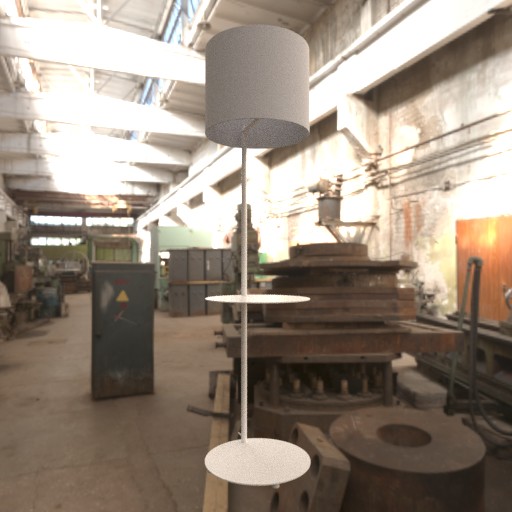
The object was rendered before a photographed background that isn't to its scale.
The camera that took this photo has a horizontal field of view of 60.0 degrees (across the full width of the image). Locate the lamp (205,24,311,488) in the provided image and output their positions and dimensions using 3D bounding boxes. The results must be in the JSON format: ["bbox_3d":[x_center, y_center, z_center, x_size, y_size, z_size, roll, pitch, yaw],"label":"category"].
[{"bbox_3d":[0.000,0.000,1.592,0.372,1.465,0.405,0,-1,-19],"label":"lamp"}]
